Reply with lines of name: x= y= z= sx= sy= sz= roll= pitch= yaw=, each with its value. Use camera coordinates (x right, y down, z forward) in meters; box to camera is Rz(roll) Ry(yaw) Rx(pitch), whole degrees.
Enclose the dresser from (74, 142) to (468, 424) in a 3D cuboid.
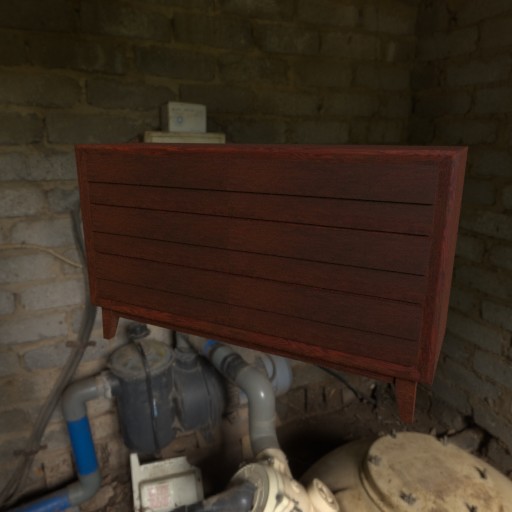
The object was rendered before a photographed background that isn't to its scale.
dresser: x=0.000 y=0.000 z=2.004 sx=1.609 sy=0.971 sz=0.499 roll=8 pitch=17 yaw=26
